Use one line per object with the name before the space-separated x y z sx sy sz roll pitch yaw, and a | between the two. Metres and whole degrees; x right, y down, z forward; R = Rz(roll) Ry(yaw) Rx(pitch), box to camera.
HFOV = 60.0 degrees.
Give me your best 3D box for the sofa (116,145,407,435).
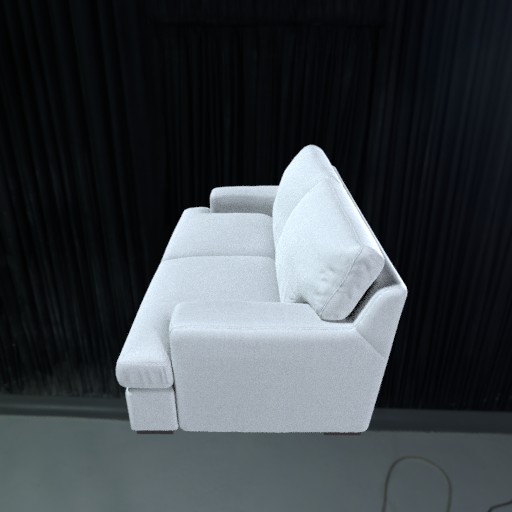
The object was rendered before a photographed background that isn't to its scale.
sofa | 0.000 0.000 2.560 1.143 0.940 1.880 0 26 0
